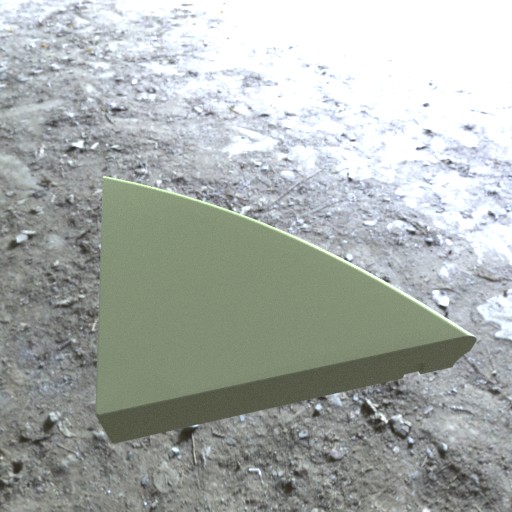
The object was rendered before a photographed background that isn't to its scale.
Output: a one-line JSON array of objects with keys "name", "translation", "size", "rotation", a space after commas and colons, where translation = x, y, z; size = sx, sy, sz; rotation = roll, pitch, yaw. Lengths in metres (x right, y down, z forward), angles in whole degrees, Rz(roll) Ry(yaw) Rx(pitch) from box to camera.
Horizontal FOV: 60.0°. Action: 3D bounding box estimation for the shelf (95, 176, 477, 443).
[{"name": "shelf", "translation": [0.000, 0.000, 0.465], "size": [0.310, 0.050, 0.310], "rotation": [-10, 46, -9]}]
